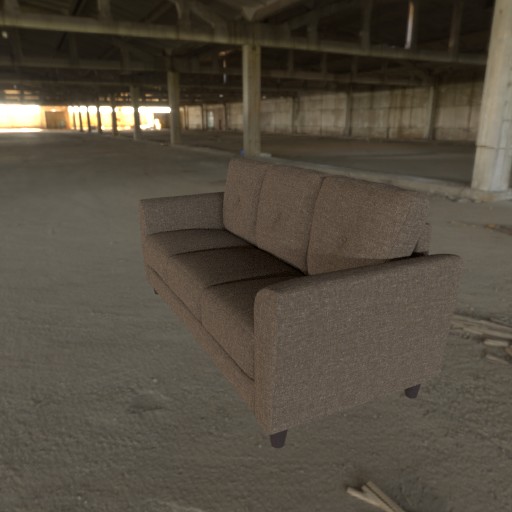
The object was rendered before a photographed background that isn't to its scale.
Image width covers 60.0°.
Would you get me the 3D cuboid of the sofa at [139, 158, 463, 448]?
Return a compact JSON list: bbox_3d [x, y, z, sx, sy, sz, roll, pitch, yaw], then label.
[{"bbox_3d":[0.000,0.000,2.326,0.837,0.891,1.847,-8,19,-26],"label":"sofa"}]
